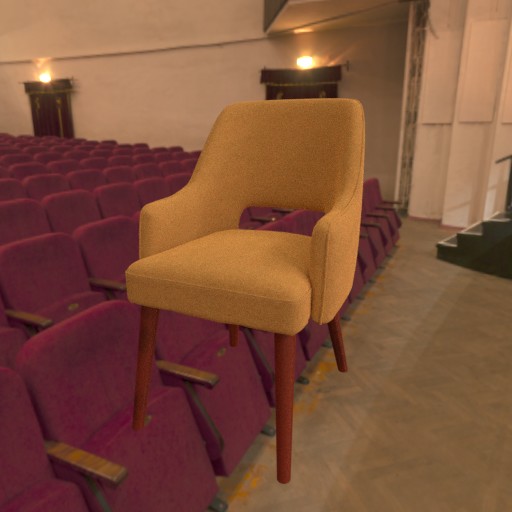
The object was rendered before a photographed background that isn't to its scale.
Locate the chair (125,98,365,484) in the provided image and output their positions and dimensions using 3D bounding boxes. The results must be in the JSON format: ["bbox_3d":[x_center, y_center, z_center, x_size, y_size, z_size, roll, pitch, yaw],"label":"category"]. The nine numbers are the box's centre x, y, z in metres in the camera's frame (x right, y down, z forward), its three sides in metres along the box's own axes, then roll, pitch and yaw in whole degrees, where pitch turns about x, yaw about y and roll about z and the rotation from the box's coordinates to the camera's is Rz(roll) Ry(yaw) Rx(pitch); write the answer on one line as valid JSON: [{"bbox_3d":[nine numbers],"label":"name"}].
[{"bbox_3d":[0.000,0.000,1.220,0.548,0.849,0.605,7,17,25],"label":"chair"}]
